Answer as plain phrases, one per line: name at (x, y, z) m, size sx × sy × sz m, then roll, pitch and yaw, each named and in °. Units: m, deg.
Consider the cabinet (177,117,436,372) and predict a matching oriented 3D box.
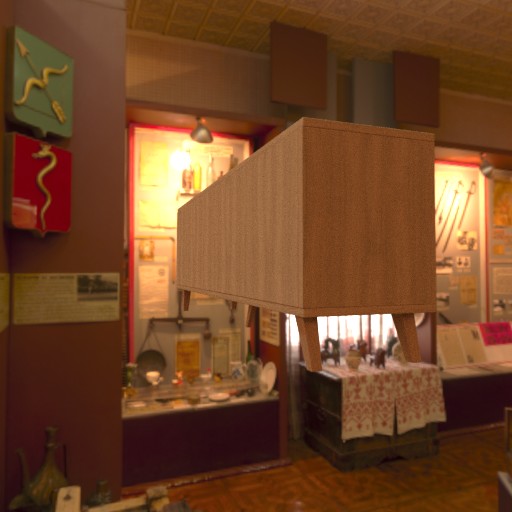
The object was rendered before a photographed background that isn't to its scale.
cabinet at (0.000, 0.000, 2.449) m, size 0.499 × 0.779 × 2.198 m, roll 1°, pitch -2°, yaw -20°
